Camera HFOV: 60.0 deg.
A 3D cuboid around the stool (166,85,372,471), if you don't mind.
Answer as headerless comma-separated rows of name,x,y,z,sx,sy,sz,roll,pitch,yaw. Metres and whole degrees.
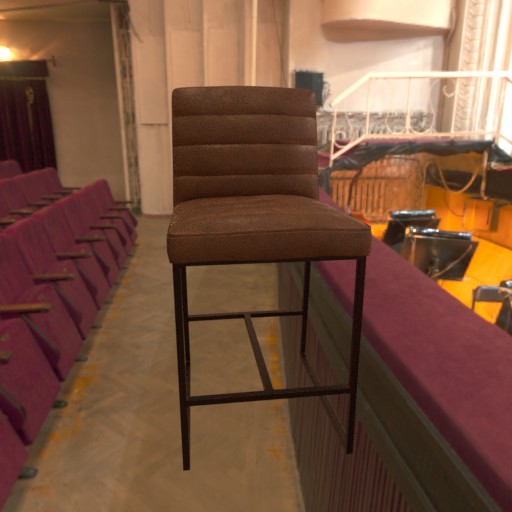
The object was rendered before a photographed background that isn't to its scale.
stool,0.000,0.000,1.246,0.463,0.942,0.562,-2,16,-8
